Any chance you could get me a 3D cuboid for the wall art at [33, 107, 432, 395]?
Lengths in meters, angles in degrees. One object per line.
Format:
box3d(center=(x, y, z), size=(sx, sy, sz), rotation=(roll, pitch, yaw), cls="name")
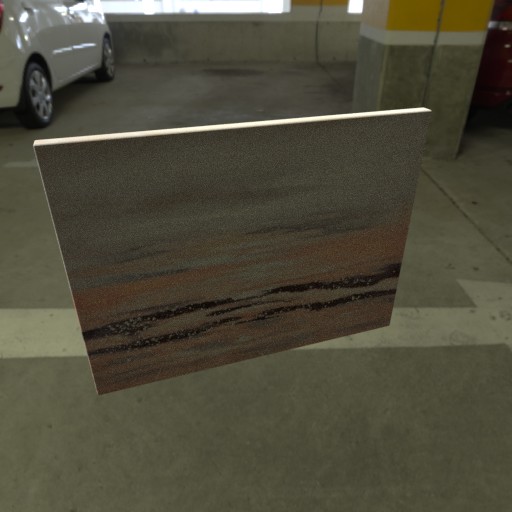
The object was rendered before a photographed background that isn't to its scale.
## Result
box3d(center=(0.000, 0.000, 1.291), size=(1.015, 0.763, 0.038), rotation=(-10, 32, -16), cls="wall art")
